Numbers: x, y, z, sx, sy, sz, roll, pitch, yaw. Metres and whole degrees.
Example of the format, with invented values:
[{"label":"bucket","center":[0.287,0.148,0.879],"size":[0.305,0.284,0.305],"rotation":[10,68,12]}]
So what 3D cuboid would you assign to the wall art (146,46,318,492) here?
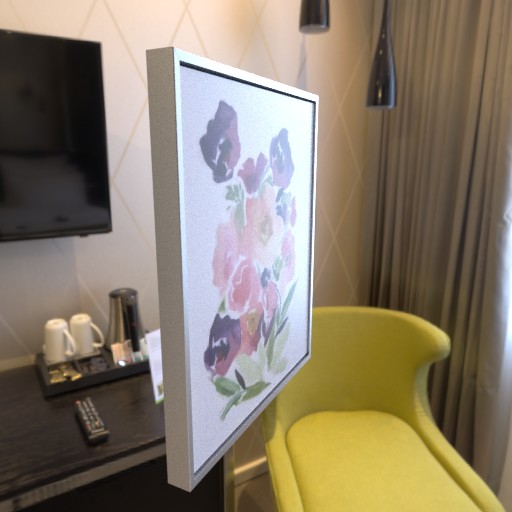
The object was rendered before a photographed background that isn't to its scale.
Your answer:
[{"label":"wall art","center":[0.000,0.000,0.733],"size":[0.038,0.549,0.452],"rotation":[7,14,27]}]
